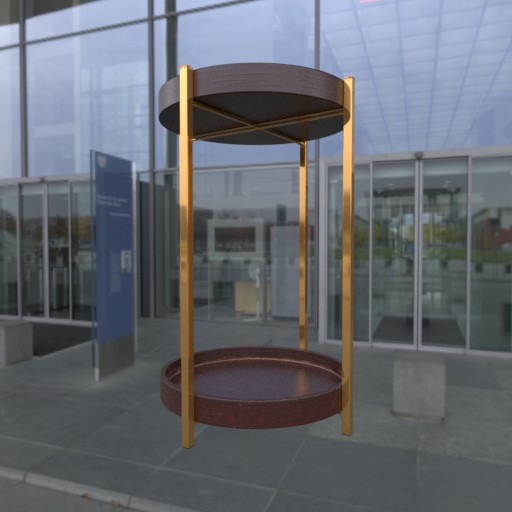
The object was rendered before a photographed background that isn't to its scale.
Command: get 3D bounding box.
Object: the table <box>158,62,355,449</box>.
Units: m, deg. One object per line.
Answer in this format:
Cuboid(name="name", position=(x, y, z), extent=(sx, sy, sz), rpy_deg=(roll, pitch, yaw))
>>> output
Cuboid(name="table", position=(0.000, 0.000, 0.869), extent=(0.400, 0.610, 0.400), rpy_deg=(1, 2, 35))
